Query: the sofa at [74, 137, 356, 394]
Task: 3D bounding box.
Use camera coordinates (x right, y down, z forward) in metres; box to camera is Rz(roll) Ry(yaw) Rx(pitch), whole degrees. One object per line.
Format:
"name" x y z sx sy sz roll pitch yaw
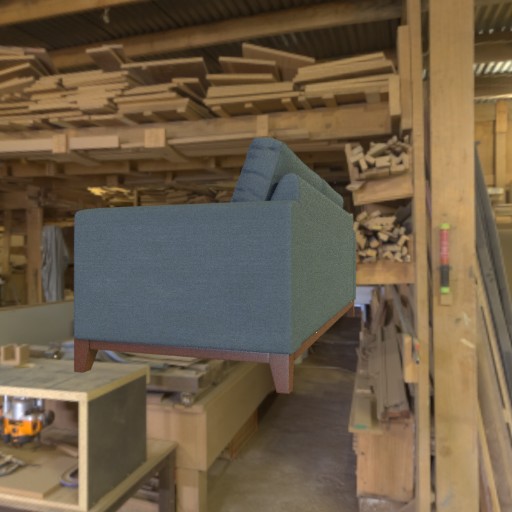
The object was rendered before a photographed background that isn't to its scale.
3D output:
"sofa" 0.000 0.000 2.417 0.877 0.865 1.900 0 0 19
